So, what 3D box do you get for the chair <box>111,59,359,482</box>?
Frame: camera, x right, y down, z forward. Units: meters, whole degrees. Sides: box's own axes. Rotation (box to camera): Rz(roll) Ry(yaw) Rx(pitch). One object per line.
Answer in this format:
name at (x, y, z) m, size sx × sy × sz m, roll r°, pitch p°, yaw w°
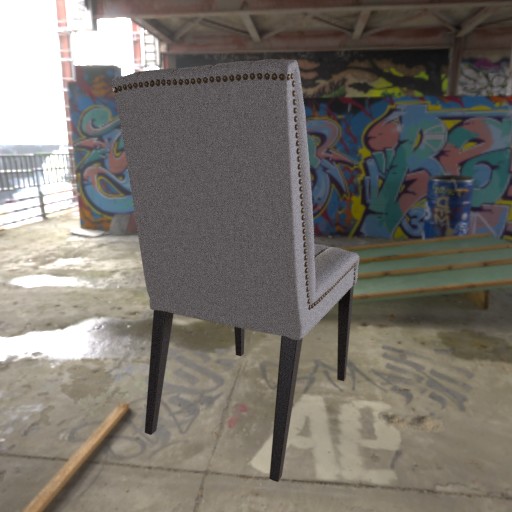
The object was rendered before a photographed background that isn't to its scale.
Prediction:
chair at (0.000, 0.000, 1.374) m, size 0.511 × 1.016 × 0.647 m, roll 7°, pitch 16°, yaw 26°
